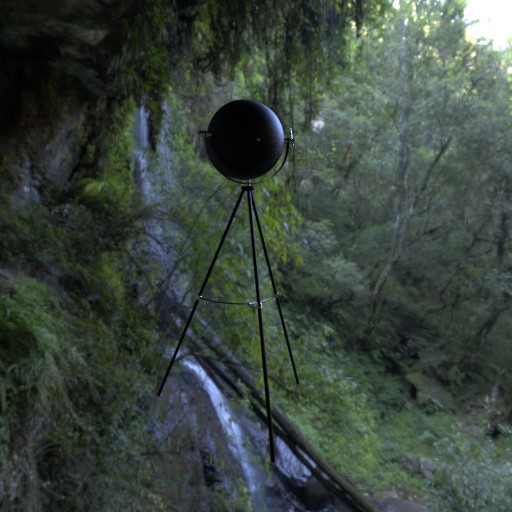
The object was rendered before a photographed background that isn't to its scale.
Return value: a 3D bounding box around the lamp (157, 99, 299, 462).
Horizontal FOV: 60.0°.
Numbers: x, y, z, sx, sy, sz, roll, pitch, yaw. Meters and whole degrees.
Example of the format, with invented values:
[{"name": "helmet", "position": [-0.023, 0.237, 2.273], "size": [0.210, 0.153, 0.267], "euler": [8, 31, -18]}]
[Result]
[{"name": "lamp", "position": [0.000, 0.000, 2.077], "size": [0.817, 1.512, 0.920], "euler": [0, 0, -19]}]
